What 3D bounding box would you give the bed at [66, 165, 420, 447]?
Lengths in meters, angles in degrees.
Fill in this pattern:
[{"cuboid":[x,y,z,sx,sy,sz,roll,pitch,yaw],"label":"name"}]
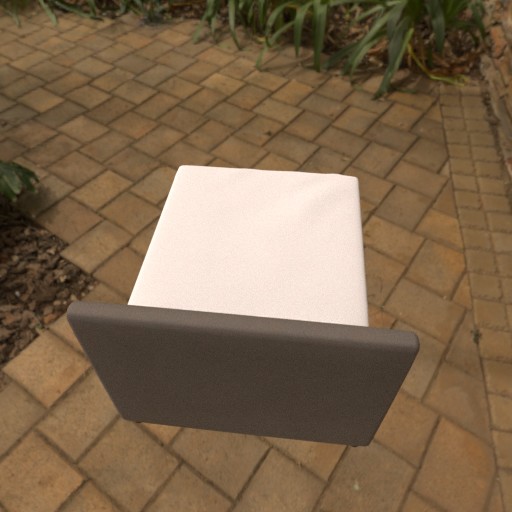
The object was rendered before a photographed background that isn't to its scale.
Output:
[{"cuboid":[0.000,0.000,3.193,1.723,1.330,2.142,5,48,4],"label":"bed"}]
